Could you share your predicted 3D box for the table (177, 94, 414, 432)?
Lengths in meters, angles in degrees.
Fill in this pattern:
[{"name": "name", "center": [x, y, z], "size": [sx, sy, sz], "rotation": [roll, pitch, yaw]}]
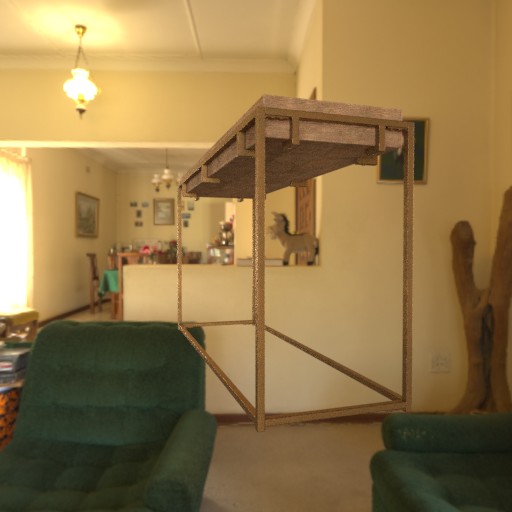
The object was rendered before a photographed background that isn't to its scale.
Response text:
[{"name": "table", "center": [0.000, 0.000, 1.793], "size": [0.440, 0.820, 1.400], "rotation": [0, 1, -18]}]
